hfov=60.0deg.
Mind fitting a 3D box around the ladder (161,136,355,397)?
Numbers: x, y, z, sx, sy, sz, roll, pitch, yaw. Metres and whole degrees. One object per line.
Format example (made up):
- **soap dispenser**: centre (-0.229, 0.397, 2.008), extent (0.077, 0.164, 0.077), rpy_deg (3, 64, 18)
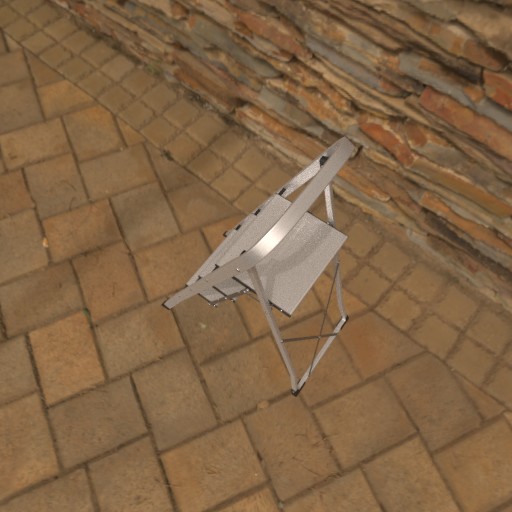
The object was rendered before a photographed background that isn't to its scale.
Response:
- **ladder**: centre (0.000, 0.000, 1.475), extent (0.704, 1.070, 0.465), rpy_deg (33, 68, 15)
